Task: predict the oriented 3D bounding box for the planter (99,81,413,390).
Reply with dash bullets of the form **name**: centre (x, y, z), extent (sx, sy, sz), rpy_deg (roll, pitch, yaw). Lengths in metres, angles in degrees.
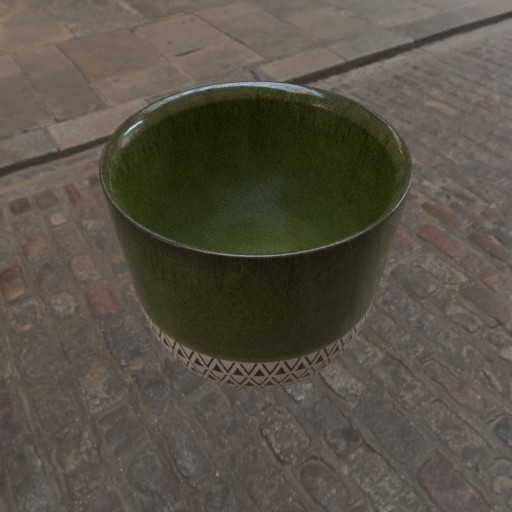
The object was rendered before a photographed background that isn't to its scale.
- **planter**: centre (0.000, 0.000, 0.481), extent (0.266, 0.270, 0.266), rpy_deg (0, 46, 0)
